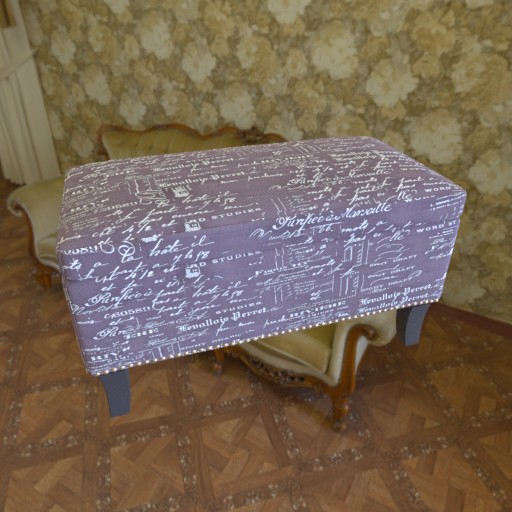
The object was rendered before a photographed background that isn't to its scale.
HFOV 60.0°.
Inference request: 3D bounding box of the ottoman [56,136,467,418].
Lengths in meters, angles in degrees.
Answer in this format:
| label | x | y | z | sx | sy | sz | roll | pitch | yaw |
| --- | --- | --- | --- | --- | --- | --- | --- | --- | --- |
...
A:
| label | x | y | z | sx | sy | sz | roll | pitch | yaw |
| --- | --- | --- | --- | --- | --- | --- | --- | --- | --- |
| ottoman | 0.000 | 0.000 | 1.071 | 0.813 | 0.457 | 0.406 | -10 | 34 | -15 |
